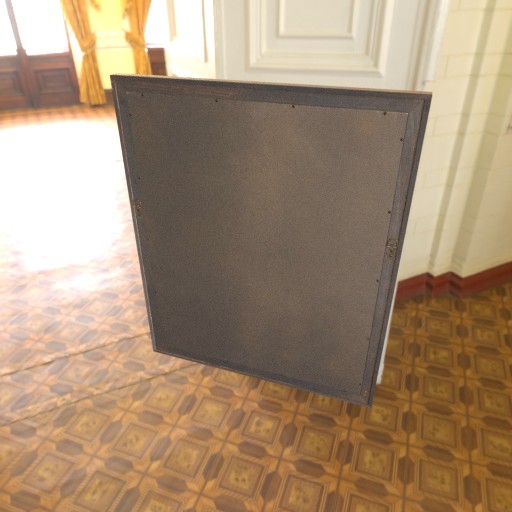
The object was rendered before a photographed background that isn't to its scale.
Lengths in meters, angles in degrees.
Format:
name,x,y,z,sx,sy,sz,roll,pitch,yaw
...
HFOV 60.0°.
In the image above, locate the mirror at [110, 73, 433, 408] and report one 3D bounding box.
name,x,y,z,sx,sy,sz,roll,pitch,yaw
mirror,0.000,0.000,1.195,0.730,0.882,0.032,10,32,16
